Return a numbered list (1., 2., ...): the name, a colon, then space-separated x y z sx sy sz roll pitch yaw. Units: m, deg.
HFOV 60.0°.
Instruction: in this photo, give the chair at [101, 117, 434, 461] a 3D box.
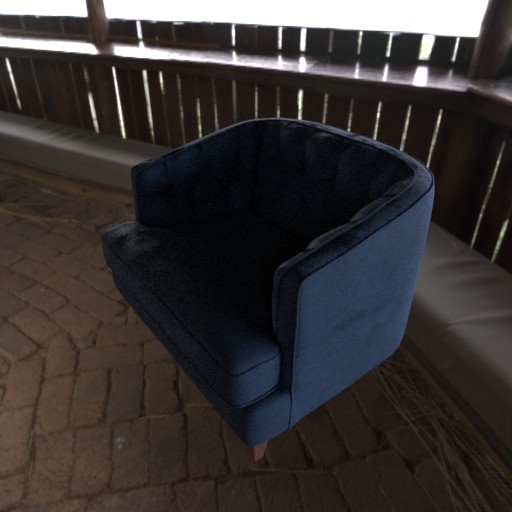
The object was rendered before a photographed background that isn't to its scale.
1. chair: 0.000 0.000 1.770 0.940 0.852 1.094 -21 37 -31
